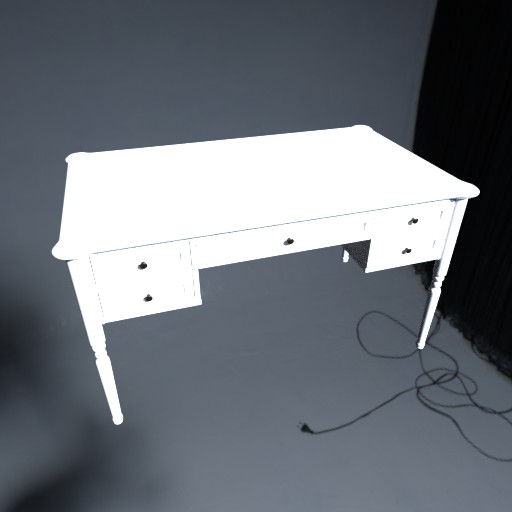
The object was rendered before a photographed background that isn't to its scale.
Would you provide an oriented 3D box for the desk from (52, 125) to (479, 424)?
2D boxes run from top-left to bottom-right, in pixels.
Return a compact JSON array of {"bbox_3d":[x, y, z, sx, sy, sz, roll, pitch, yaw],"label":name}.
[{"bbox_3d":[0.000,0.000,1.856,1.380,0.762,0.807,-10,34,-15],"label":"desk"}]
